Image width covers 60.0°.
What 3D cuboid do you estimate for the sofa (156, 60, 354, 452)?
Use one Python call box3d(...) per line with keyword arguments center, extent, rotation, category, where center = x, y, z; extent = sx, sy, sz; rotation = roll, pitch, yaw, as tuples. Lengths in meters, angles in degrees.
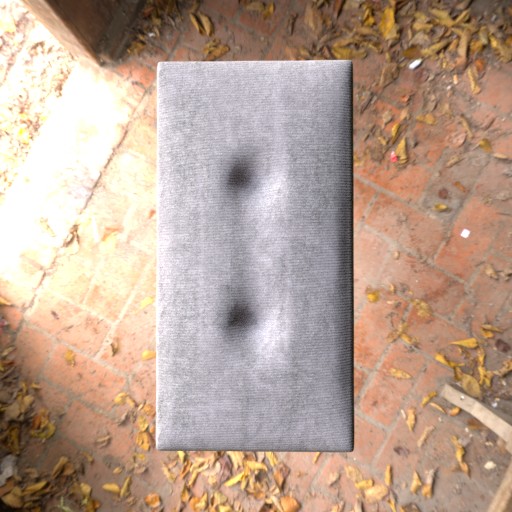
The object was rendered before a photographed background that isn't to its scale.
box3d(center=(0.000, 0.000, 1.152), extent=(0.480, 0.330, 0.930), rotation=(0, 89, 1), category="sofa")
